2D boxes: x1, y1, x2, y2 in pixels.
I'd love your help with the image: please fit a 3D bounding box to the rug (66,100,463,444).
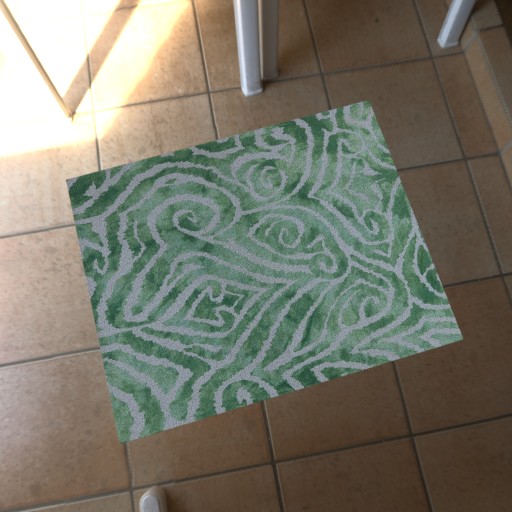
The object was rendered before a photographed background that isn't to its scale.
[{"bbox_3d":[0.000,0.000,4.028,3.045,0.007,2.436,-16,77,-4],"label":"rug"}]
